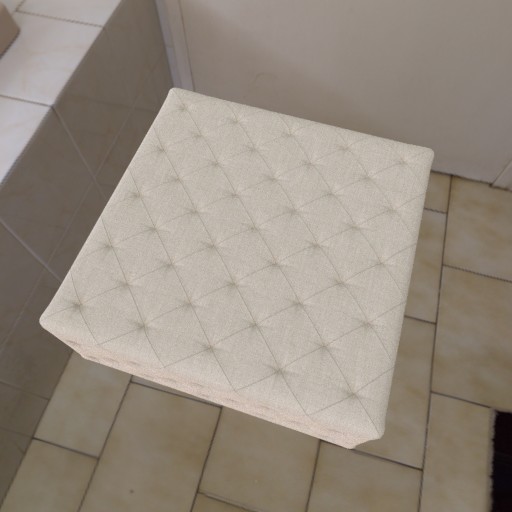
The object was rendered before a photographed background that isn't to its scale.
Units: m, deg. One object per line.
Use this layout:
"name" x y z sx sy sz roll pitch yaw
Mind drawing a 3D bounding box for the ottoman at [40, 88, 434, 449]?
"ottoman" 0.000 0.000 1.621 1.028 0.439 1.028 16 64 8
